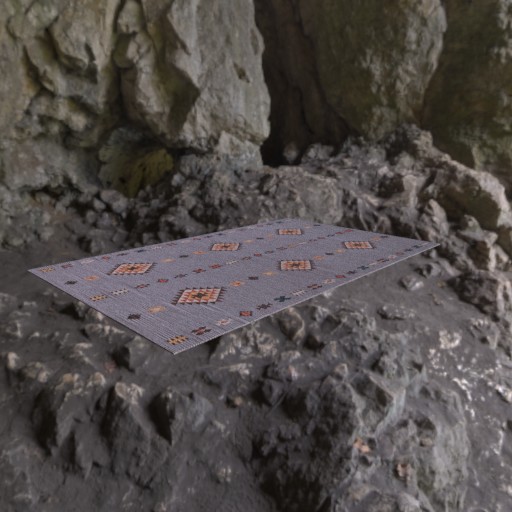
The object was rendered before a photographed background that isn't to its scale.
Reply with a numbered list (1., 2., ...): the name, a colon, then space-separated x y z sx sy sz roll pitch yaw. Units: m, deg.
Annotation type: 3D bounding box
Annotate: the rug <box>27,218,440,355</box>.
1. rug: 0.000 0.000 3.015 1.515 0.007 2.427 15 21 42
